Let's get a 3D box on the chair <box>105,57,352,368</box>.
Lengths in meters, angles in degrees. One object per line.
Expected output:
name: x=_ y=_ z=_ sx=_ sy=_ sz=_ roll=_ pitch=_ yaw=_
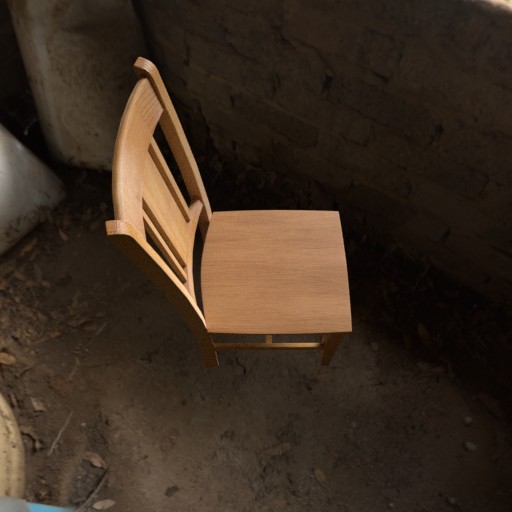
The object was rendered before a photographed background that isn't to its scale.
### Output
chair: x=0.000 y=0.000 z=1.294 sx=0.556 sy=0.998 sz=0.450 roll=0 pitch=62 yaw=0
